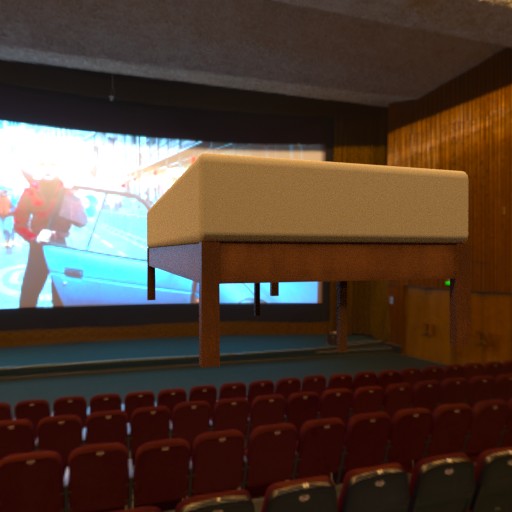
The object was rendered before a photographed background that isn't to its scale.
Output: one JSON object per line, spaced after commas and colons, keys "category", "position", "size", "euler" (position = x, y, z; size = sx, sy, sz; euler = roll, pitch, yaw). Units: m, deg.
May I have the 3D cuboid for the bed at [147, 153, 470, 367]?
{"category": "bed", "position": [0.000, 0.000, 2.308], "size": [0.961, 0.616, 1.902], "euler": [0, 1, -18]}
